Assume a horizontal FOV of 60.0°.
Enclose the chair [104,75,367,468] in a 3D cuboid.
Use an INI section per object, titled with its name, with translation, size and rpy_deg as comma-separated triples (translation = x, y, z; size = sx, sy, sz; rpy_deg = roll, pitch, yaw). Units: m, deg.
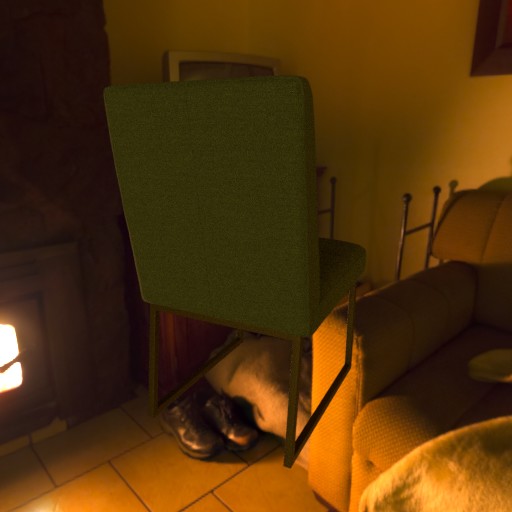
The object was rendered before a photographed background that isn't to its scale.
[chair]
translation = 0.000, 0.000, 1.313
size = 0.520, 0.930, 0.634
rpy_deg = 8, 18, 26
